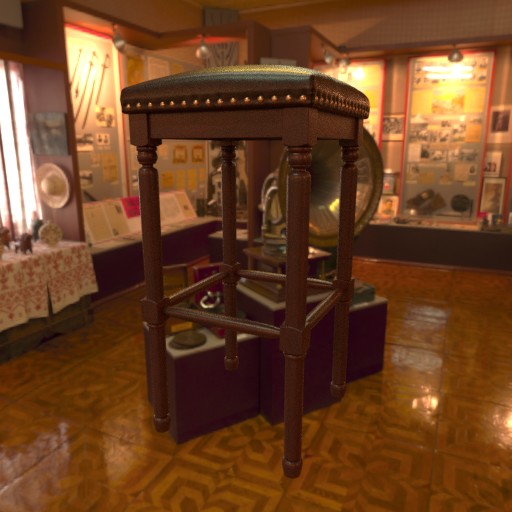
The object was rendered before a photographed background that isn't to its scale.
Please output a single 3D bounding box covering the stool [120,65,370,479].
[{"bbox_3d":[0.000,0.000,0.978,0.383,0.768,0.382,7,15,26],"label":"stool"}]
